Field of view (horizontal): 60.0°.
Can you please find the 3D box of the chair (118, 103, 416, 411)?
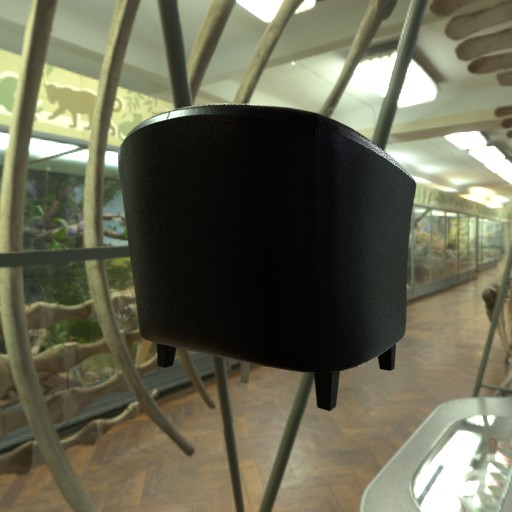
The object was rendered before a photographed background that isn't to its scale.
[{"bbox_3d":[0.000,0.000,1.389,0.793,0.756,0.727,2,3,37],"label":"chair"}]
